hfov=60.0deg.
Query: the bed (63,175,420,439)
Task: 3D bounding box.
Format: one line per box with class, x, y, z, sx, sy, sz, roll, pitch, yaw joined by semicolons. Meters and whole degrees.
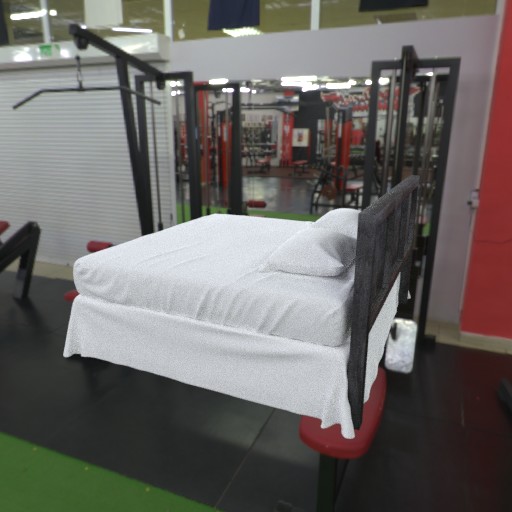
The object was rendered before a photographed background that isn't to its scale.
bed;0.000;0.000;3.472;2.165;1.158;2.255;7;17;24
